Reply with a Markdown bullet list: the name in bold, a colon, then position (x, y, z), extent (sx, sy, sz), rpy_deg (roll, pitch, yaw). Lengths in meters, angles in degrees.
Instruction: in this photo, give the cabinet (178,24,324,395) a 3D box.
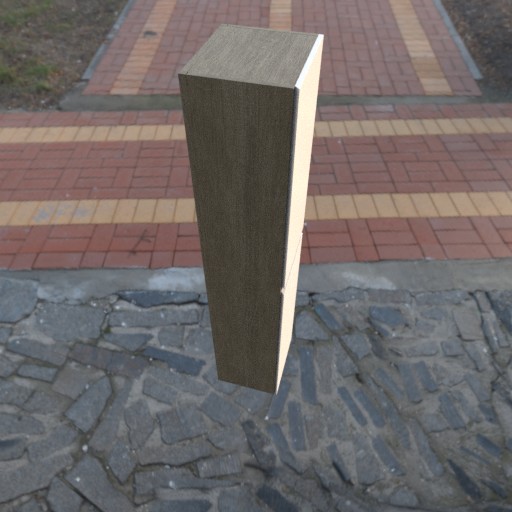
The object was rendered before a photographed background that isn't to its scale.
- **cabinet**: position (0.000, 0.000, 1.551), extent (0.270, 1.400, 0.300), rpy_deg (12, 48, 11)
